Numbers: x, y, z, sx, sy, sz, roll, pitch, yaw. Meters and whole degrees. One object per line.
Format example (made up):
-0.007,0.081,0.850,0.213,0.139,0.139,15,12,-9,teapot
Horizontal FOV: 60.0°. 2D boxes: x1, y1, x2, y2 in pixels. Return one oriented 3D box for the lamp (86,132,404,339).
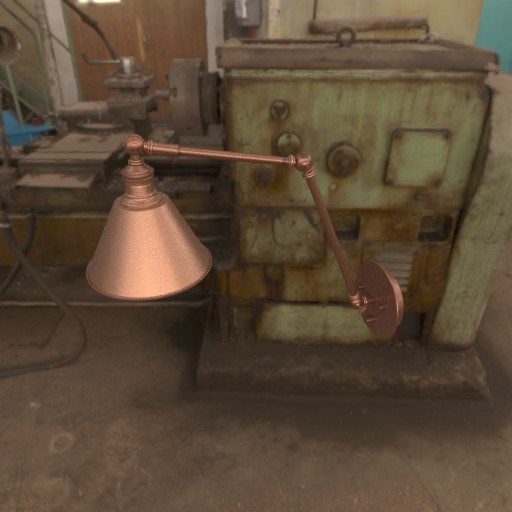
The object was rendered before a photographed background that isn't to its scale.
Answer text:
0.000,0.000,0.867,0.624,0.502,0.223,-8,32,-14,lamp
